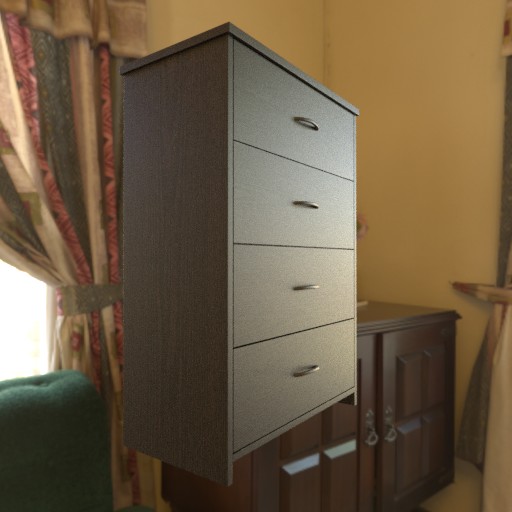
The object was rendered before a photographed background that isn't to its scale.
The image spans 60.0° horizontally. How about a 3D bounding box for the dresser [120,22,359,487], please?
[{"bbox_3d":[0.000,0.000,1.359,0.399,1.020,0.704,0,-1,36],"label":"dresser"}]
